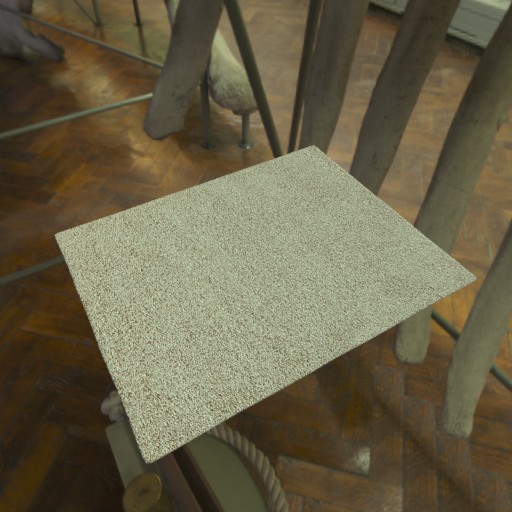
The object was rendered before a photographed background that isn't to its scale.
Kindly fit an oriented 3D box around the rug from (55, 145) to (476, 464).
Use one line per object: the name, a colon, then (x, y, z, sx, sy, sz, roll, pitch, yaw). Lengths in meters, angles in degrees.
rug: (0.000, 0.000, 4.049, 3.047, 0.029, 2.438, -23, 51, -20)
